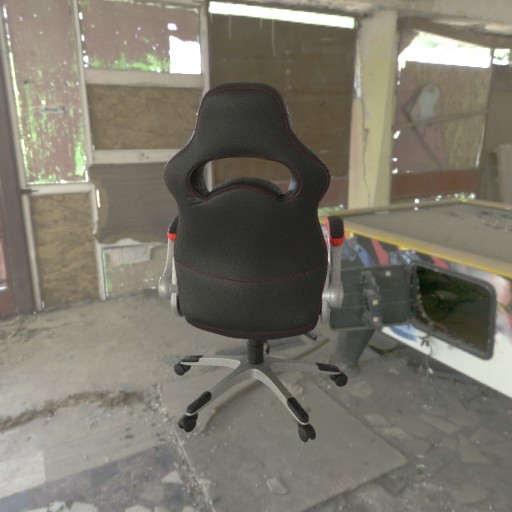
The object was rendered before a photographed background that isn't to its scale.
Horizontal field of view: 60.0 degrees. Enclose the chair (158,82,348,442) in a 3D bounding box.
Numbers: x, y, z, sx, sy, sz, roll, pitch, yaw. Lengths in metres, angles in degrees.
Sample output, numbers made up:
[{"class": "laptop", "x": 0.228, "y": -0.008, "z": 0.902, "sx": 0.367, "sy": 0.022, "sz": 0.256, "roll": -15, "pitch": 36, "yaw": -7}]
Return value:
[{"class": "chair", "x": 0.000, "y": 0.000, "z": 1.675, "sx": 0.758, "sy": 1.165, "sz": 0.712, "roll": 2, "pitch": 16, "yaw": 7}]
